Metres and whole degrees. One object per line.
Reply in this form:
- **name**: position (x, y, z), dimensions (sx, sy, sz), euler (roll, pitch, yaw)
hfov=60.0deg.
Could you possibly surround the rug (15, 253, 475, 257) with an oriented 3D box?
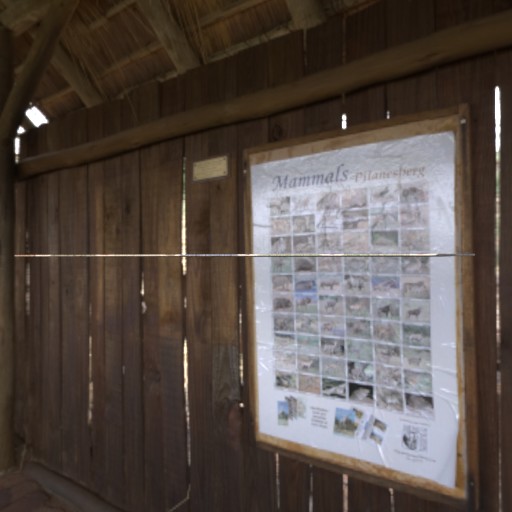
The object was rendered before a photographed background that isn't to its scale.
- **rug**: position (0.000, 0.000, 2.793), dimensions (2.284, 0.006, 1.521), euler (0, 0, 18)
